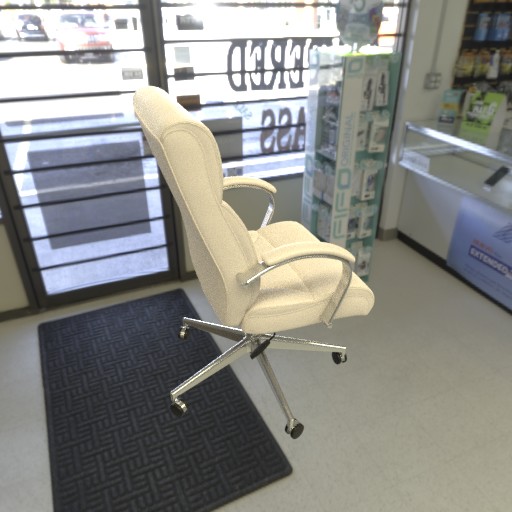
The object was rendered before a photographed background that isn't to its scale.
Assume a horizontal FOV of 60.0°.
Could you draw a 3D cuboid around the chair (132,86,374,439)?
[{"bbox_3d":[0.000,0.000,1.566,0.745,1.099,0.727,-10,31,-18],"label":"chair"}]
